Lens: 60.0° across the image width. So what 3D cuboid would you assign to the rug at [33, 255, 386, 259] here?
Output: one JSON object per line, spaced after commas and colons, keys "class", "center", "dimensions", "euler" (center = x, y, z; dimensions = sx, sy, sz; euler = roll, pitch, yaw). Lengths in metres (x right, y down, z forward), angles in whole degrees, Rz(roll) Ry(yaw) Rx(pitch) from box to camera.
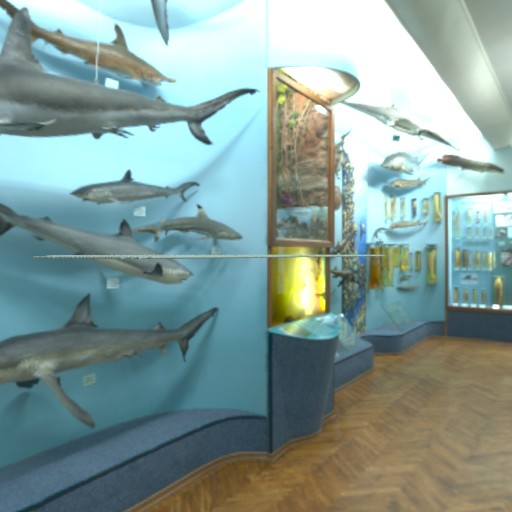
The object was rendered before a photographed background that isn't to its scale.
{"class": "rug", "center": [0.000, 0.000, 2.827], "dimensions": [0.786, 0.013, 2.480], "euler": [0, 0, 37]}
